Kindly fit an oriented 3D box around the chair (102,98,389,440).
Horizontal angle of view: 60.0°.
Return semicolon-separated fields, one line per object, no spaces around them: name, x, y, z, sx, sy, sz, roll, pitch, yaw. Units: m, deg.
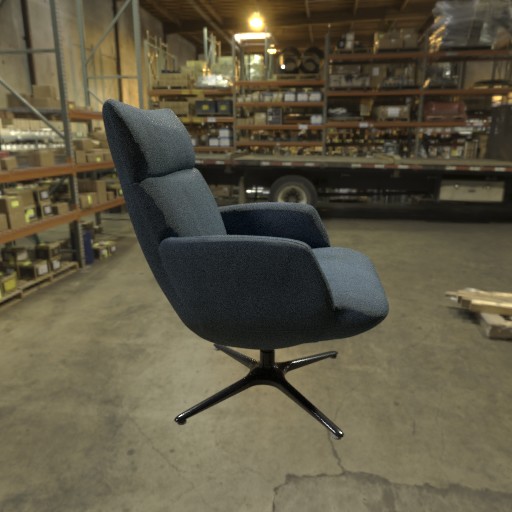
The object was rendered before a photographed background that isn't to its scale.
chair;0.000;0.000;1.555;0.889;1.016;0.711;2;15;8
